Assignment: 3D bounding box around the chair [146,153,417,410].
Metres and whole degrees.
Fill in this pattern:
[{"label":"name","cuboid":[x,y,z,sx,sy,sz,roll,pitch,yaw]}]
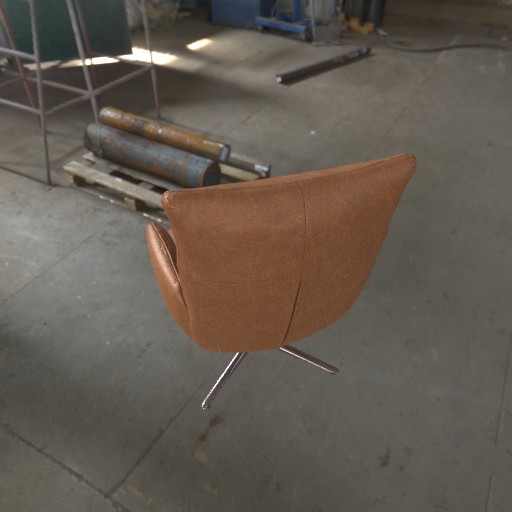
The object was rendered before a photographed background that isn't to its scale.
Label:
[{"label":"chair","cuboid":[0.000,0.000,1.557,0.711,1.027,0.794,-11,42,-12]}]
